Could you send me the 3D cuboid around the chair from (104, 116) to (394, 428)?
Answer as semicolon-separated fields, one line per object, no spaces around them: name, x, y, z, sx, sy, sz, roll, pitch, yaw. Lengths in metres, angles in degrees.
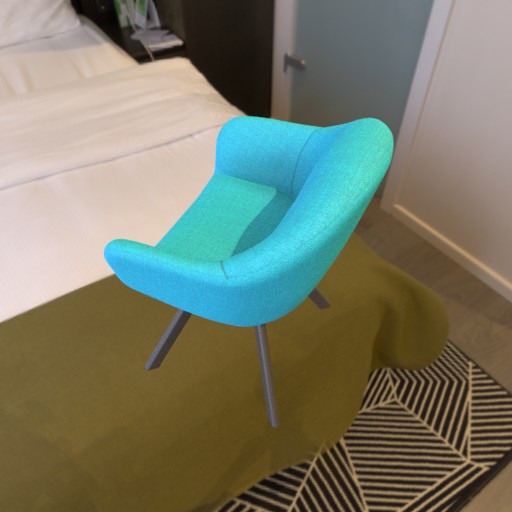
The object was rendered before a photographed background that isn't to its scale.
chair;0.000;0.000;1.177;0.550;0.795;0.590;18;49;17
